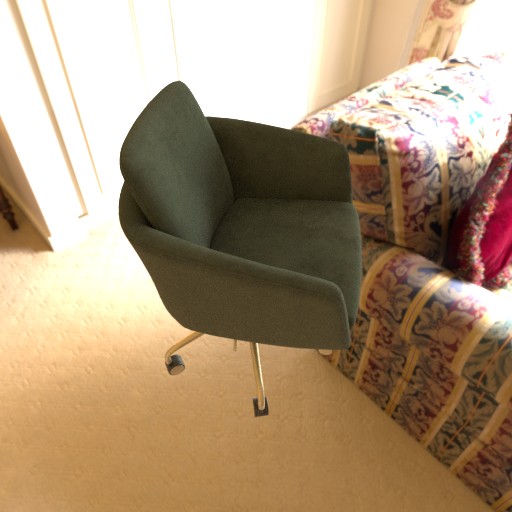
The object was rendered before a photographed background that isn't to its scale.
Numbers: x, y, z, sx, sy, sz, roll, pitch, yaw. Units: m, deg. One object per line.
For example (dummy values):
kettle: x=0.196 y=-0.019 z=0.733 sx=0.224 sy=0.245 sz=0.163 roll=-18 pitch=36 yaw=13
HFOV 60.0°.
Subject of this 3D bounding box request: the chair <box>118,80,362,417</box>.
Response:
chair: x=0.000 y=0.000 z=1.375 sx=0.635 sy=0.908 sz=0.641 roll=7 pitch=45 yaw=7
